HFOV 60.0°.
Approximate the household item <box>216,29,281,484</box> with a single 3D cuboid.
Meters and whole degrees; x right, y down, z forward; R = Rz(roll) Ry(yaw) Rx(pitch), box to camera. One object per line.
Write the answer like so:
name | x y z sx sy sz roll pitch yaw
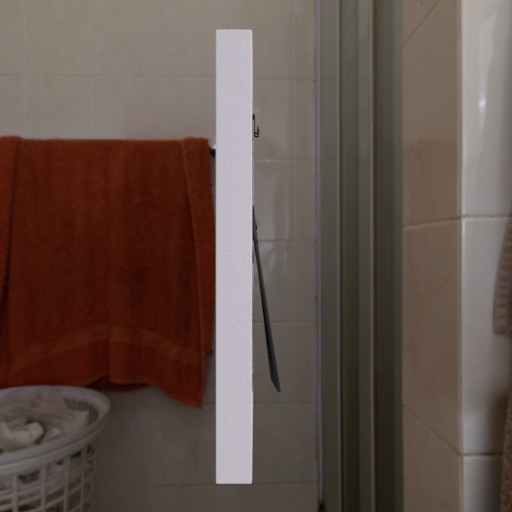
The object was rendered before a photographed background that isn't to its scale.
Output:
household item | 0.000 0.000 0.343 0.045 0.250 0.200 0 1 0
